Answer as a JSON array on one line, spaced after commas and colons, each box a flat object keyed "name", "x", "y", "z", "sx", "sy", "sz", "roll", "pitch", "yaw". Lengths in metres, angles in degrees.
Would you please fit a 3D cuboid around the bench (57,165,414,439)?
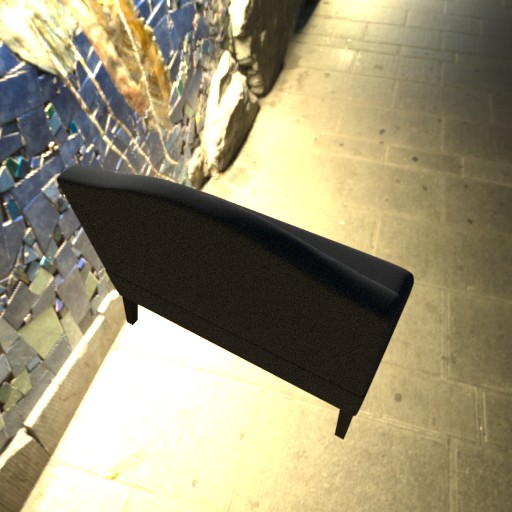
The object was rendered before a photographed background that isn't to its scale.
[{"name": "bench", "x": 0.000, "y": 0.000, "z": 2.013, "sx": 1.335, "sy": 1.180, "sz": 0.815, "roll": 23, "pitch": 51, "yaw": 20}]
